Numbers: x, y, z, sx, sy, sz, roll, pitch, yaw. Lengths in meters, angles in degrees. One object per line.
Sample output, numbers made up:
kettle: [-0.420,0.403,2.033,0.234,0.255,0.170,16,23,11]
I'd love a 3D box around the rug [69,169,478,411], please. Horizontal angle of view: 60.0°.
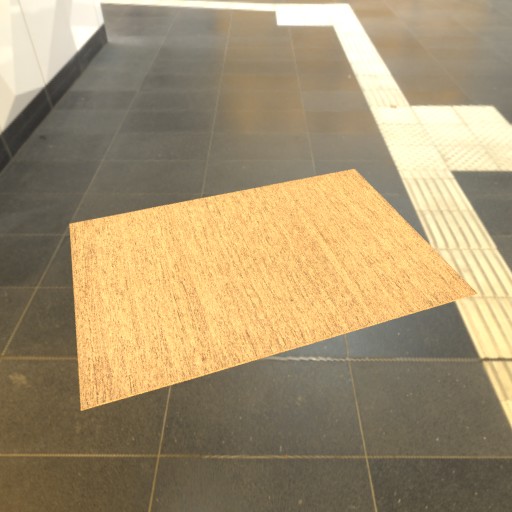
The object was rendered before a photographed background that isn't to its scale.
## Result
rug: [0.000,0.000,2.343,1.840,0.013,1.225,-13,44,-14]
